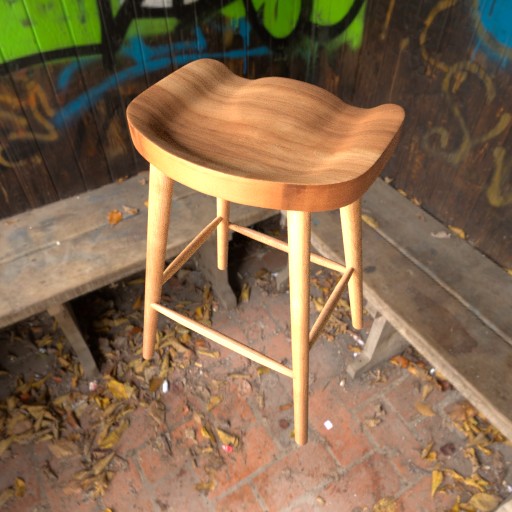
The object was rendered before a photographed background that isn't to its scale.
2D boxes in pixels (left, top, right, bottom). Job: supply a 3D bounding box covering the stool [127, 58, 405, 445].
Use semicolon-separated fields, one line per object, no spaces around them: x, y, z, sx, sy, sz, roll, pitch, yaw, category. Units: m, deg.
0.000;0.000;0.891;0.440;0.615;0.361;22;50;20;stool
